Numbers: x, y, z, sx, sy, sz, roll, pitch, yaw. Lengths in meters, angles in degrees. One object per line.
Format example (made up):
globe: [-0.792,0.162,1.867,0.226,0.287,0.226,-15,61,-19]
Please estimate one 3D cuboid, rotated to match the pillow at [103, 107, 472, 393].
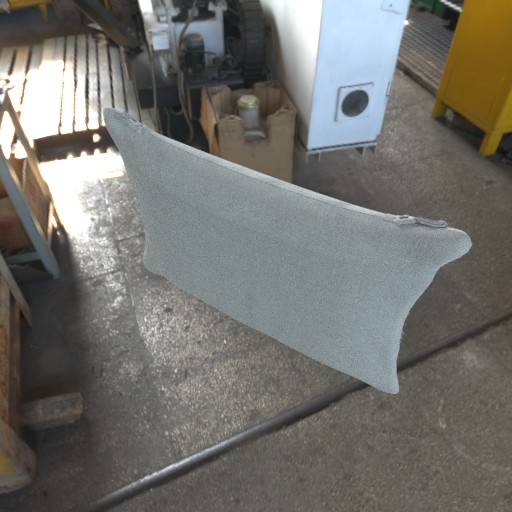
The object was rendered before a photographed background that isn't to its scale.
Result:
pillow: [0.000,0.000,0.593,0.466,0.305,0.084,24,50,22]
